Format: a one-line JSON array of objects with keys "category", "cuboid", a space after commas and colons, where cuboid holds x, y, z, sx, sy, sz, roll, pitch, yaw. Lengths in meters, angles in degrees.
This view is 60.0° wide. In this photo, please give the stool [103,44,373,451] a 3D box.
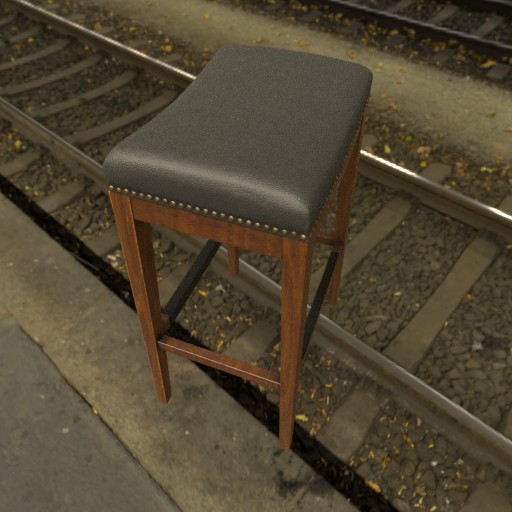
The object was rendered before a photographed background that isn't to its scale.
[{"category": "stool", "cuboid": [0.000, 0.000, 1.011, 0.361, 0.765, 0.500, 15, 49, 14]}]
